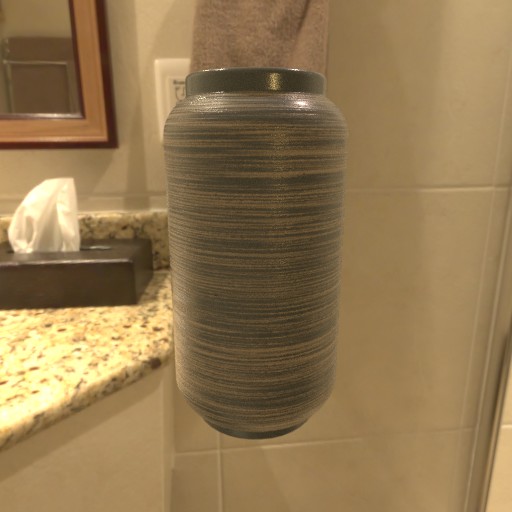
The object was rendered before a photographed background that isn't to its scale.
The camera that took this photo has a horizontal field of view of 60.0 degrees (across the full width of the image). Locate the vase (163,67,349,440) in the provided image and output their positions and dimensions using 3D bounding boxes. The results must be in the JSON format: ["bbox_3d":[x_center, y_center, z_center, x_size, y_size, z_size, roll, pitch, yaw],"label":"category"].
[{"bbox_3d":[0.000,0.000,0.304,0.116,0.230,0.116,0,15,0],"label":"vase"}]
